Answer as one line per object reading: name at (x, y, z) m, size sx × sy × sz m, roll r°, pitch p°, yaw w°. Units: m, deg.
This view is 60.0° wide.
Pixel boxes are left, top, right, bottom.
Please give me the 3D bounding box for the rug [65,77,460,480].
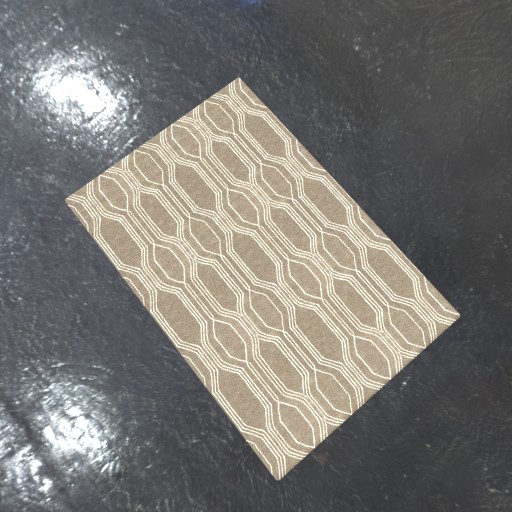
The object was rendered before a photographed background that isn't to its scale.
rug at (0.000, 0.000, 2.371) m, size 1.239 × 0.012 × 1.836 m, roll -38°, pitch 79°, yaw -9°
